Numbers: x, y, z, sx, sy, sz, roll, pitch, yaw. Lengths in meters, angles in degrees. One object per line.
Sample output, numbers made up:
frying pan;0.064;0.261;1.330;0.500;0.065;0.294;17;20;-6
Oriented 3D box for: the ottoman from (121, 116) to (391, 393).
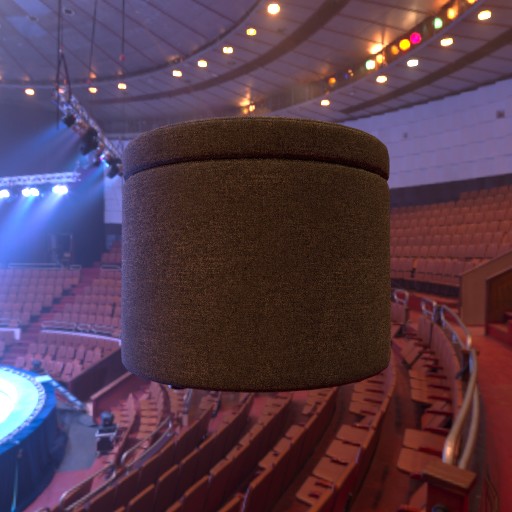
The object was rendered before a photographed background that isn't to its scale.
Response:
ottoman;0.000;0.000;0.862;0.500;0.419;0.500;0;-1;0
